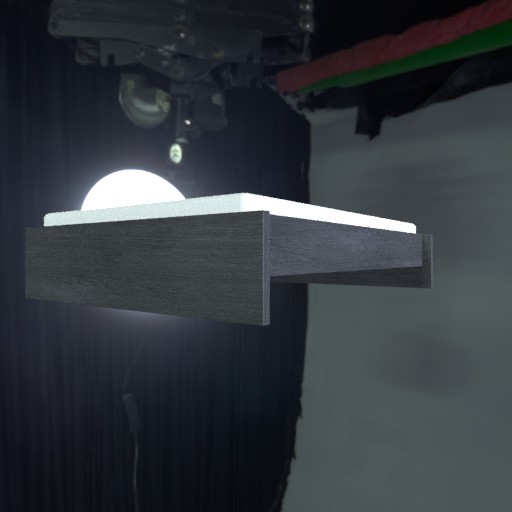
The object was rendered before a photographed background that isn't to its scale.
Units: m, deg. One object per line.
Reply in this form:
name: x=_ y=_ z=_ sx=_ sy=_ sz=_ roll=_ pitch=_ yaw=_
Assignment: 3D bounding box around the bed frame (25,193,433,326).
bed frame: x=0.000 y=0.000 z=2.607 sx=1.490 sy=0.432 sz=1.950 roll=0 pitch=0 yaw=36
